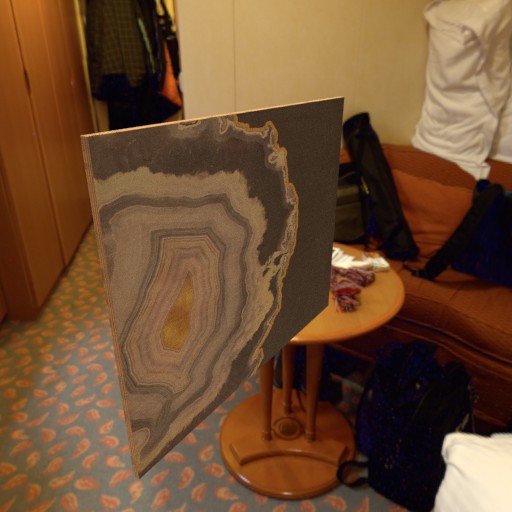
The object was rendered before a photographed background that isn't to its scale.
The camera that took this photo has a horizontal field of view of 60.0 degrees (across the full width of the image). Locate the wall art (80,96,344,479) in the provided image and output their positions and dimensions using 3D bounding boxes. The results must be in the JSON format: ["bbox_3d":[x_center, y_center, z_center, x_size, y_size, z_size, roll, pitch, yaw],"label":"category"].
[{"bbox_3d":[0.000,0.000,0.648,0.010,0.408,0.508,16,29,32],"label":"wall art"}]
